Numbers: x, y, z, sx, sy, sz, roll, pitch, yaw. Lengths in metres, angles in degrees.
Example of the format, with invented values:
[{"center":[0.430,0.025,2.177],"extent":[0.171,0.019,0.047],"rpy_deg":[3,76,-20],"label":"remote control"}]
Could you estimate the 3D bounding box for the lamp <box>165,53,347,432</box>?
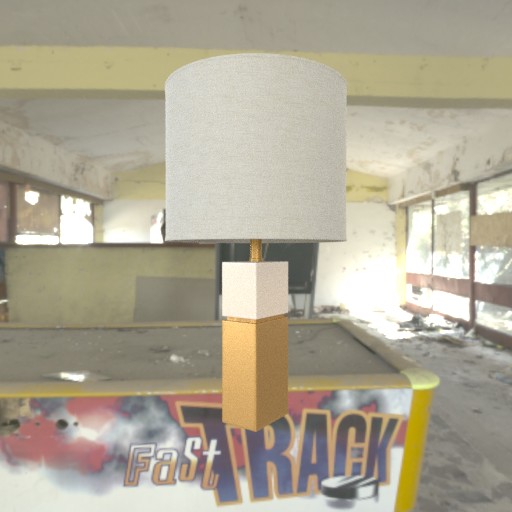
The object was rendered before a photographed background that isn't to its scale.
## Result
[{"center":[0.000,0.000,0.569],"extent":[0.229,0.417,0.229],"rpy_deg":[0,1,35],"label":"lamp"}]
